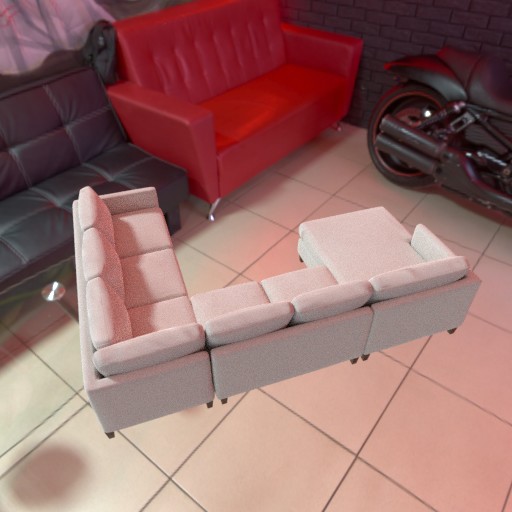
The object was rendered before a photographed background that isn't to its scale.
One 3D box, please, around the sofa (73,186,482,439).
[{"bbox_3d":[0.000,0.000,4.602,3.459,0.956,2.593,-13,43,-14],"label":"sofa"}]
